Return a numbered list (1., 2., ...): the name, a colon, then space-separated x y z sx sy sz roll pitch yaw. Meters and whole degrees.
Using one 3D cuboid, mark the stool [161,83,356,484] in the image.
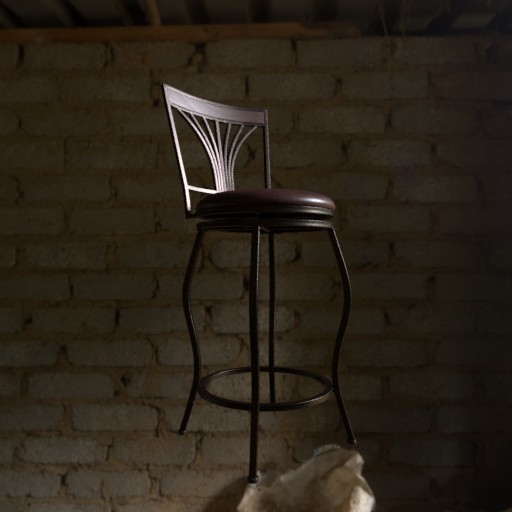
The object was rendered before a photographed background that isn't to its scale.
1. stool: 0.000 0.000 1.393 0.433 1.117 0.514 0 0 -37
